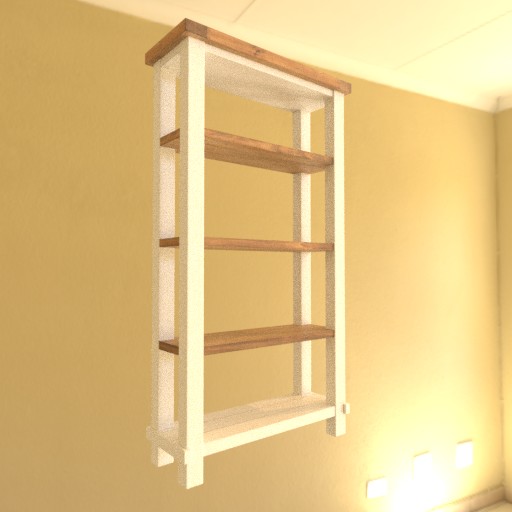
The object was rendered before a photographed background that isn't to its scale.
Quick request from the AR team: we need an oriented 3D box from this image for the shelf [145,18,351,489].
[{"bbox_3d":[0.000,0.000,2.208,1.022,1.878,0.381,1,-2,-38],"label":"shelf"}]
